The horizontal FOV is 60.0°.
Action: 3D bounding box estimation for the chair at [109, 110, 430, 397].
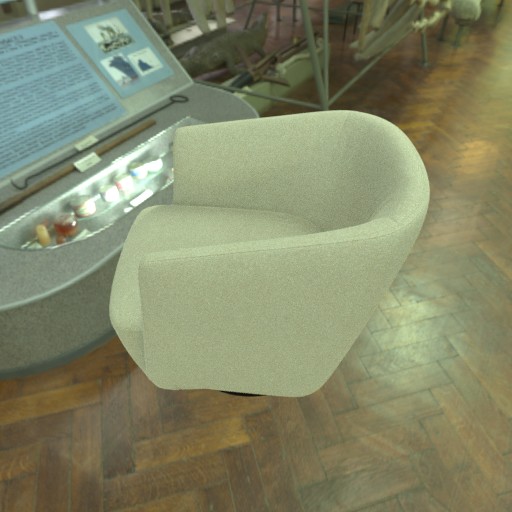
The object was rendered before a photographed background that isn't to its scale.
[{"bbox_3d":[0.000,0.000,1.619,0.986,0.861,0.822,-1,41,-1],"label":"chair"}]
